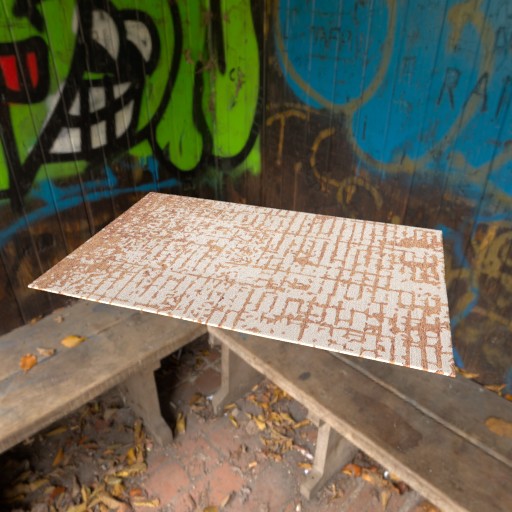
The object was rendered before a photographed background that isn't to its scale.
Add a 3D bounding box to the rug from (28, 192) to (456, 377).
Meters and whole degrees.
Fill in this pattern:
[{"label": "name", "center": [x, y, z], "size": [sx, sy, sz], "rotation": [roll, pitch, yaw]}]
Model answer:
[{"label": "rug", "center": [0.000, 0.000, 3.000], "size": [2.435, 0.011, 1.517], "rotation": [9, 32, 15]}]
